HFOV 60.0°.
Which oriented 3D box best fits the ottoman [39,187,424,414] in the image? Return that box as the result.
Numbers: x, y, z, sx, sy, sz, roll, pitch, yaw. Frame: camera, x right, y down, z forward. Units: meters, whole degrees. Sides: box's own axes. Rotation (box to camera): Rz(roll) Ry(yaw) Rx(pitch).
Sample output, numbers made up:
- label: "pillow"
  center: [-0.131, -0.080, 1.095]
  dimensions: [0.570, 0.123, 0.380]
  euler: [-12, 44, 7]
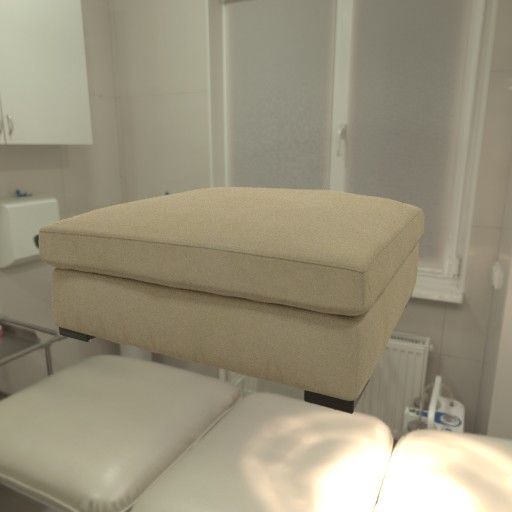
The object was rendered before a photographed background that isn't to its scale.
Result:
- label: "ottoman"
  center: [0.000, 0.000, 1.870]
  dimensions: [1.205, 0.522, 1.190]
  euler: [7, 16, 26]
